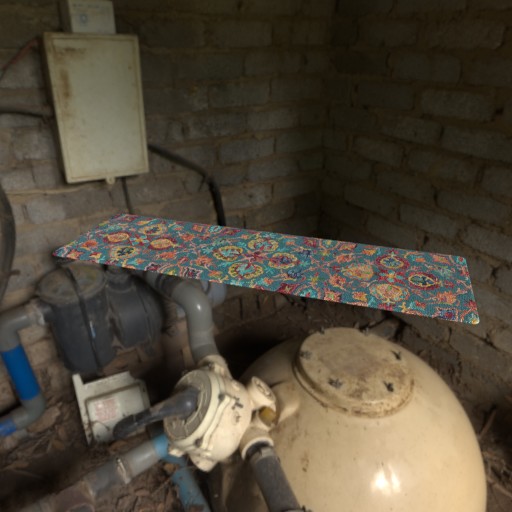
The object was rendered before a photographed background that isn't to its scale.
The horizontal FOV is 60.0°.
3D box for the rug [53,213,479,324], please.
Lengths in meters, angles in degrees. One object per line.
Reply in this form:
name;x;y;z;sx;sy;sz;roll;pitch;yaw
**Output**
rug;0.000;0.000;2.551;2.286;0.013;0.686;8;28;16
